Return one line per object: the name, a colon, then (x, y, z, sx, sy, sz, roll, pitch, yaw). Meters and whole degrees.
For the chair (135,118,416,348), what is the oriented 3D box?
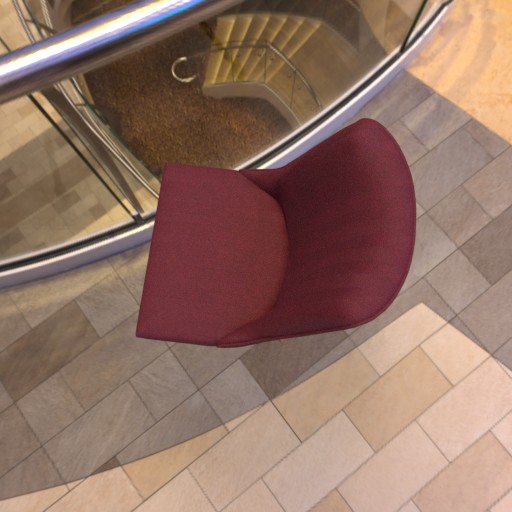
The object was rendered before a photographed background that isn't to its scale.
chair: (0.000, 0.000, 1.303, 0.638, 0.916, 0.548, 6, 77, 1)
